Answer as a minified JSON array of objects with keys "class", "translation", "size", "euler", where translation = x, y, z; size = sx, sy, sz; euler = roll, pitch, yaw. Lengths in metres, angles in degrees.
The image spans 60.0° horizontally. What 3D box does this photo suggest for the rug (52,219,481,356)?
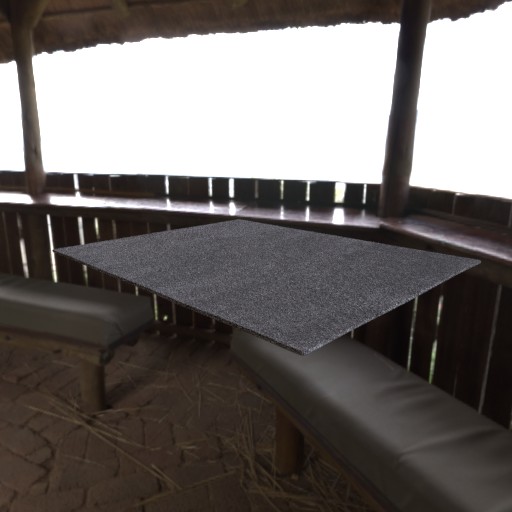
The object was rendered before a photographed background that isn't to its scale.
[{"class":"rug","translation":[0.000,0.000,3.950],"size":[3.000,0.025,2.401],"euler":[14,20,43]}]
